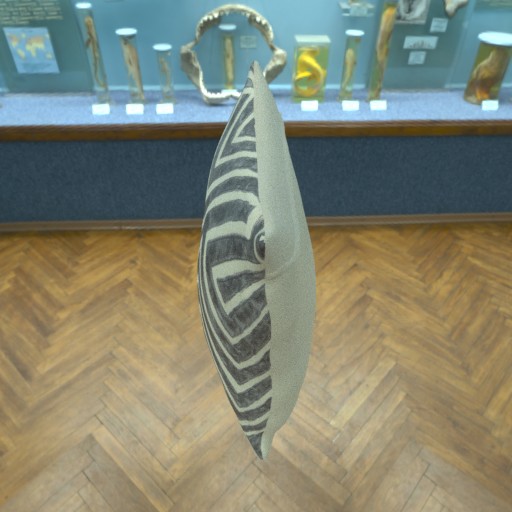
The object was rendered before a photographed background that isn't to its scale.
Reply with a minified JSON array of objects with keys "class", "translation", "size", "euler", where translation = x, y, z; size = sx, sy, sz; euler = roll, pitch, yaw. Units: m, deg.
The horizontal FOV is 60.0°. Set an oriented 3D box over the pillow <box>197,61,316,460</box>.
[{"class":"pillow","translation":[0.000,0.000,0.677],"size":[0.182,0.441,0.440],"euler":[-1,42,-1]}]
